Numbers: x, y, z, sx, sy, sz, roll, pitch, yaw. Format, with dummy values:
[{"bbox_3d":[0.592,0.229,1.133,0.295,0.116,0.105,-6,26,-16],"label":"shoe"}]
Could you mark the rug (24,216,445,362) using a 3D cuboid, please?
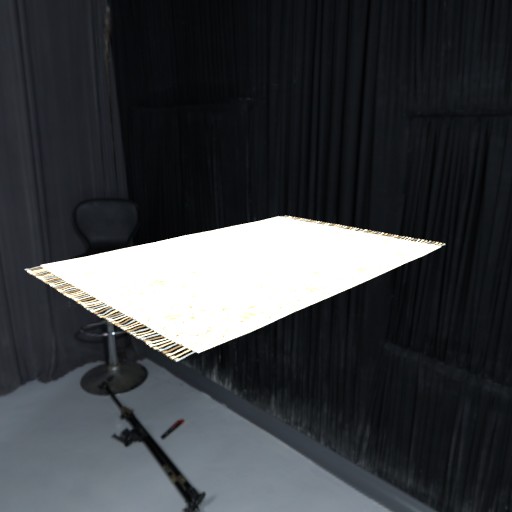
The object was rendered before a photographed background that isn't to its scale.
[{"bbox_3d":[0.000,0.000,2.285,1.218,0.017,1.861,15,22,42],"label":"rug"}]
